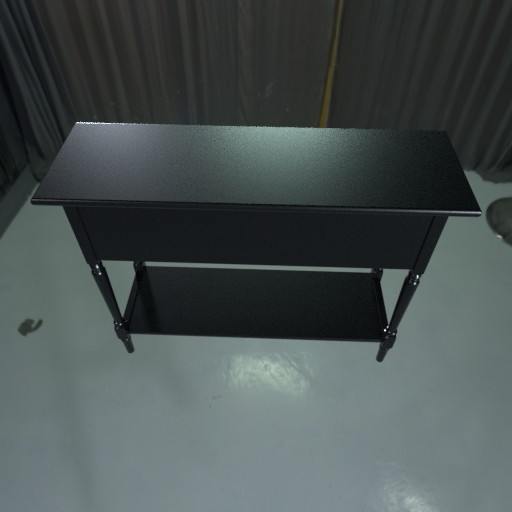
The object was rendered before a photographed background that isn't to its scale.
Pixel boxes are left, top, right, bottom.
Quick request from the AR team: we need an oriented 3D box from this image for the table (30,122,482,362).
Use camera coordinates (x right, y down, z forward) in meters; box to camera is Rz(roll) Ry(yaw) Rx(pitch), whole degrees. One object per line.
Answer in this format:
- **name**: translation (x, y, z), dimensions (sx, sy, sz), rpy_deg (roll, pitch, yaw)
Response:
- **table**: translation (0.000, 0.000, 1.592), dimensions (1.191, 0.819, 0.386), rpy_deg (2, 48, 2)
